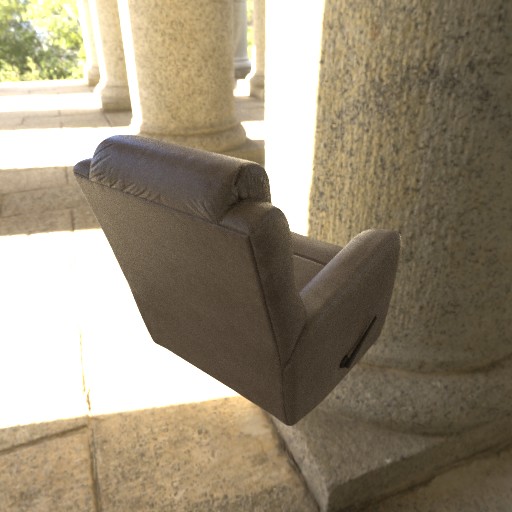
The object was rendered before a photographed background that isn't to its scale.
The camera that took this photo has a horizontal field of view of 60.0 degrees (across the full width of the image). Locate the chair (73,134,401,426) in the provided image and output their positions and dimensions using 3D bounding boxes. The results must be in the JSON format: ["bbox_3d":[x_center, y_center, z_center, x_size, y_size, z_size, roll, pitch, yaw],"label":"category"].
[{"bbox_3d":[0.000,0.000,1.921,0.967,1.116,1.068,21,35,33],"label":"chair"}]
